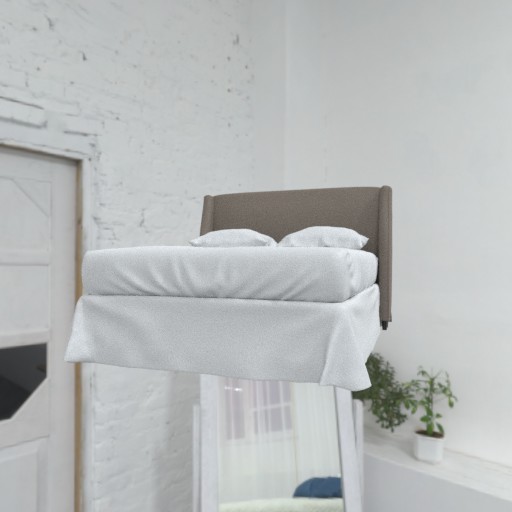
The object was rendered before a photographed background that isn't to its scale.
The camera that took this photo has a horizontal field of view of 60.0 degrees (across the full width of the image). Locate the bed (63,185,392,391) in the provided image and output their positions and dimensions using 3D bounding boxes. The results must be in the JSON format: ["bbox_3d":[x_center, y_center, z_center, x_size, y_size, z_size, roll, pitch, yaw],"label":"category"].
[{"bbox_3d":[0.000,0.000,3.439,1.925,1.332,2.276,0,0,20],"label":"bed"}]
